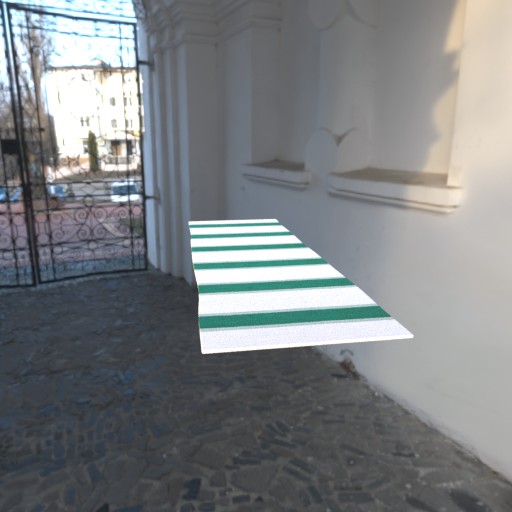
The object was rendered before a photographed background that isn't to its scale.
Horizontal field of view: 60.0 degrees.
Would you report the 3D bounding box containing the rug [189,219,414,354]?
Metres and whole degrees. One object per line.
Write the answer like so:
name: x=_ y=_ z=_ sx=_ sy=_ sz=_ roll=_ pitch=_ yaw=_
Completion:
rug: x=0.000 y=0.000 z=2.703 sx=0.768 sy=0.012 sz=2.438 roll=-2 pitch=15 yaw=-9
